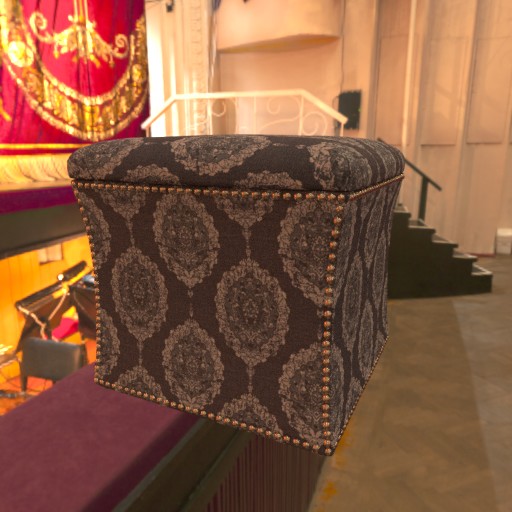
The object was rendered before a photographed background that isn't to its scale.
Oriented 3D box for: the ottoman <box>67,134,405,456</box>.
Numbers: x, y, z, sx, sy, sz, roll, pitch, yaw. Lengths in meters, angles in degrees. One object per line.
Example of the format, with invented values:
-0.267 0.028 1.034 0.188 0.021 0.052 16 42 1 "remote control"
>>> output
0.000 0.000 0.899 0.507 0.475 0.497 7 16 25 "ottoman"
